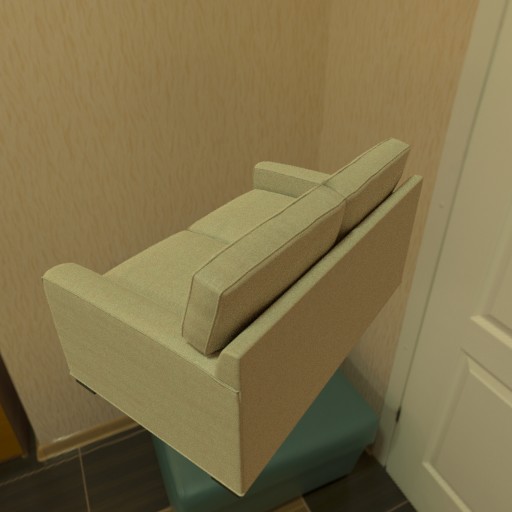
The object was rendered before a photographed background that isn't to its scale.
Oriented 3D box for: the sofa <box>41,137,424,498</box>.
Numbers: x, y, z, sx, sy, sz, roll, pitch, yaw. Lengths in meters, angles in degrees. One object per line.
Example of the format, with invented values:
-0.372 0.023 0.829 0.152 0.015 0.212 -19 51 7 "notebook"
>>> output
0.000 0.000 1.982 0.942 0.853 1.484 21 38 29 "sofa"
